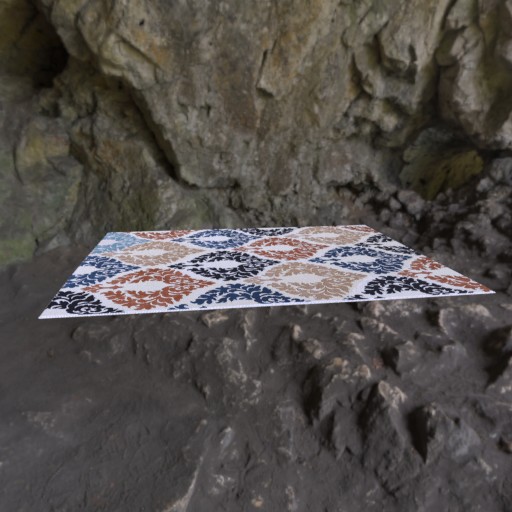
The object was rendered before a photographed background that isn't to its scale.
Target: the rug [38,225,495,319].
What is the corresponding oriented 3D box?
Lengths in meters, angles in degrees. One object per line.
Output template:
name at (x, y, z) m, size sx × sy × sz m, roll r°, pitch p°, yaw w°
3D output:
rug at (0.000, 0.000, 4.039) m, size 3.040 × 0.014 × 2.423 m, roll -2°, pitch 16°, yaw -8°
